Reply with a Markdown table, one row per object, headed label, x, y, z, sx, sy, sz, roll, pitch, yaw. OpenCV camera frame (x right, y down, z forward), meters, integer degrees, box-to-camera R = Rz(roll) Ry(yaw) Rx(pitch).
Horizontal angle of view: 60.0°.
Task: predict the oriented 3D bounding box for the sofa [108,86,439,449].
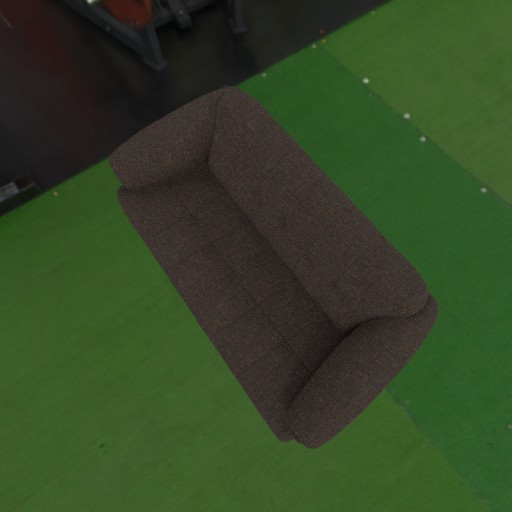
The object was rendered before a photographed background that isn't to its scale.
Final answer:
| label | x | y | z | sx | sy | sz | roll | pitch | yaw |
| --- | --- | --- | --- | --- | --- | --- | --- | --- | --- |
| sofa | 0.000 | 0.000 | 2.368 | 0.887 | 0.790 | 1.849 | -33 | 69 | -14 |
